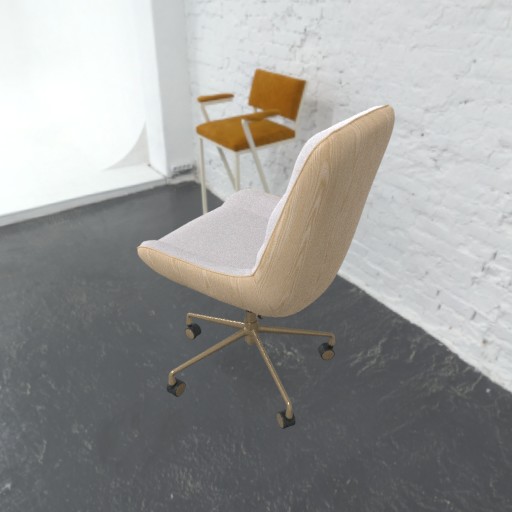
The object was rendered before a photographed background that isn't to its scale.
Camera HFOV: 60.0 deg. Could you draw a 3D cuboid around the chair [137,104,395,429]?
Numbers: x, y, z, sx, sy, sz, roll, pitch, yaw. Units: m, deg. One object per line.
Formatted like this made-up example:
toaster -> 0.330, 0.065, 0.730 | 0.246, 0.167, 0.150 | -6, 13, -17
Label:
chair -> 0.000, 0.000, 1.395 | 0.668, 0.952, 0.564 | 19, 35, 29
